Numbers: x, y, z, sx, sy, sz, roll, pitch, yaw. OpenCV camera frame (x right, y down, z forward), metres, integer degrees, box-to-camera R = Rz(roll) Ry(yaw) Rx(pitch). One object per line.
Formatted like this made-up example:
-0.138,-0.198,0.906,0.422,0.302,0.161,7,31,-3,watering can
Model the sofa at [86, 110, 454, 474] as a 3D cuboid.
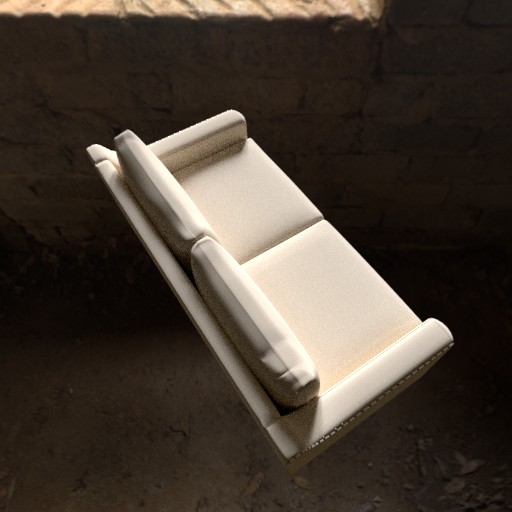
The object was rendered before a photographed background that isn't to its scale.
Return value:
0.000,0.000,2.277,0.949,0.830,1.812,-29,62,-17,sofa
